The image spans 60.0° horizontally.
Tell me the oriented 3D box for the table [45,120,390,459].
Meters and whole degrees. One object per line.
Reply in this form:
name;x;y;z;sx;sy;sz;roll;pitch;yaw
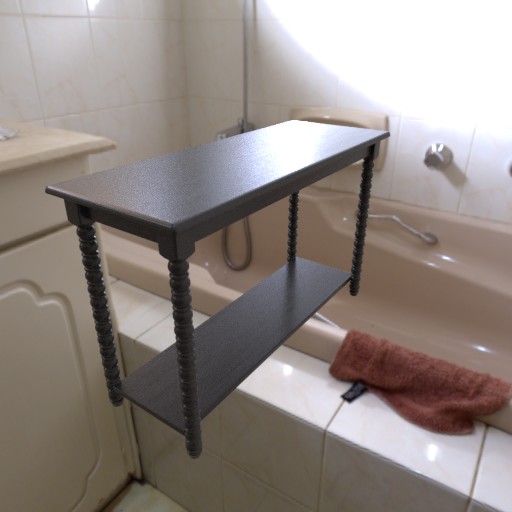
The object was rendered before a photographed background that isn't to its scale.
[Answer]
table;0.000;0.000;1.575;0.459;0.735;1.184;18;31;31
